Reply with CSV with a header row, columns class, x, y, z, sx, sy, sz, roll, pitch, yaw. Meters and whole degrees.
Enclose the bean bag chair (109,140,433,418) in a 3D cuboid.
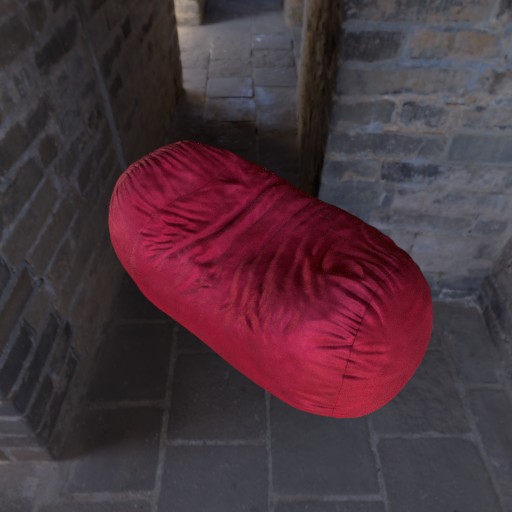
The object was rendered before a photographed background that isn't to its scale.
class,x,y,z,sx,sy,sz,roll,pitch,yaw
bean bag chair,0.000,0.000,2.836,2.293,0.867,1.216,33,54,28
